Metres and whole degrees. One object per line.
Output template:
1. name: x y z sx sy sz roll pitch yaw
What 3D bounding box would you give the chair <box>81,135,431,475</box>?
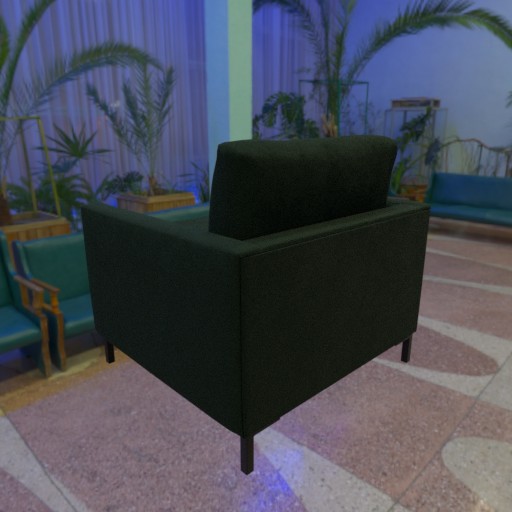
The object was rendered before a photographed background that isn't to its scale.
1. chair: 0.000 0.000 1.632 0.963 0.861 0.866 -15 22 -41
